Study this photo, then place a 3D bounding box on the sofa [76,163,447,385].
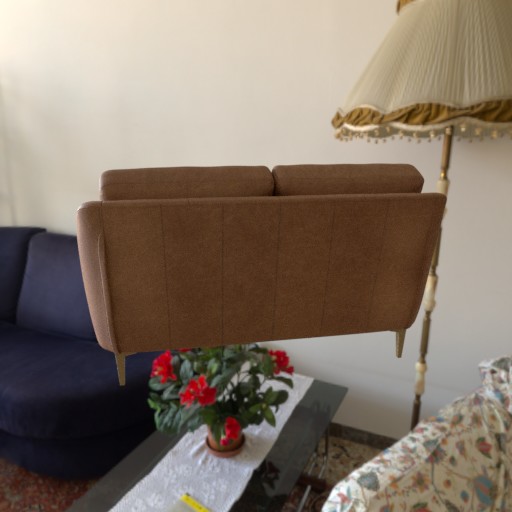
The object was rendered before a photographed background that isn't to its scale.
[{"bbox_3d":[0.000,0.000,2.162,1.619,0.902,0.960,-3,15,-11],"label":"sofa"}]
